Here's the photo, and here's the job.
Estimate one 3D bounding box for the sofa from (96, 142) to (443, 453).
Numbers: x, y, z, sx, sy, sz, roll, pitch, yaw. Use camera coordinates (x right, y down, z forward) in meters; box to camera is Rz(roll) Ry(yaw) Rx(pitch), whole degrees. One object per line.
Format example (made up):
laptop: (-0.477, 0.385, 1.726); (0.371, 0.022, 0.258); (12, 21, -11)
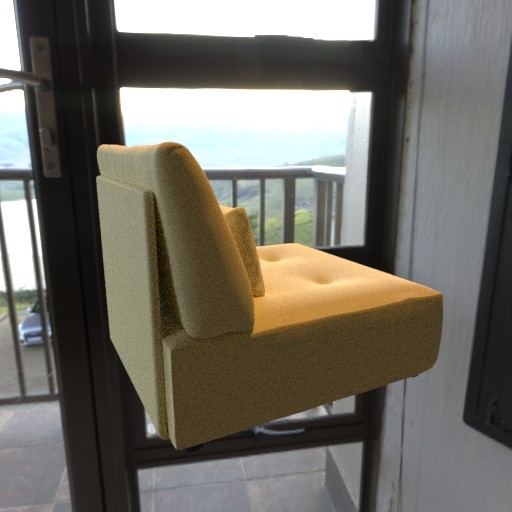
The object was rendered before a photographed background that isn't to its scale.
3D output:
sofa: (0.000, 0.000, 1.677); (1.000, 0.820, 0.930); (-7, 15, -27)
